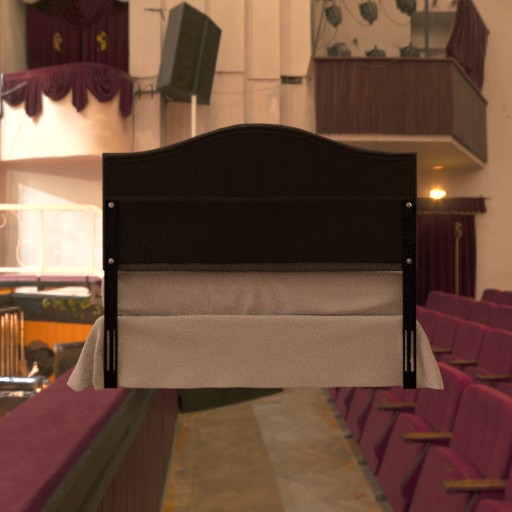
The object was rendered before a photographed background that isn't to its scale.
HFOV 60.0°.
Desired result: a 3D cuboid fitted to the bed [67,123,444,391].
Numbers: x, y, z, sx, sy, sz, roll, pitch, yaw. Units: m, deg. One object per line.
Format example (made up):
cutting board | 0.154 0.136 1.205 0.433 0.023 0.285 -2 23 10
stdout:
bed | 0.000 0.000 3.777 2.314 1.651 2.219 0 0 0
